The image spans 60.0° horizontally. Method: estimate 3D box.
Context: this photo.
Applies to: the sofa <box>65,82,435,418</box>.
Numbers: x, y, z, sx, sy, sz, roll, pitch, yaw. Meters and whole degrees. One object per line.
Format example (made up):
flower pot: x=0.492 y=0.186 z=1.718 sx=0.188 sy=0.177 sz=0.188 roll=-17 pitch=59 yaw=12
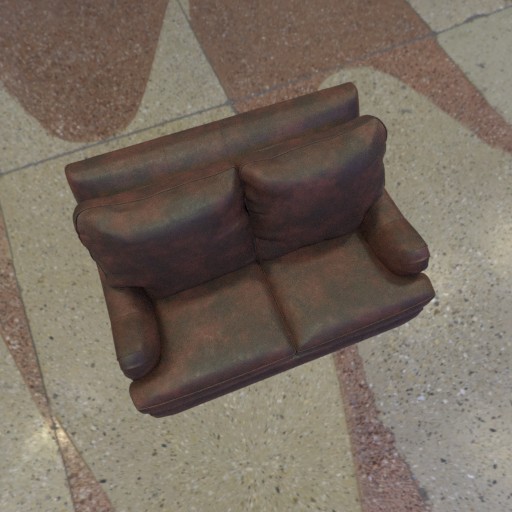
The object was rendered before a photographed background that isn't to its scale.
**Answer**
sofa: x=0.000 y=0.000 z=2.370 sx=1.628 sy=1.070 sz=1.148 roll=-19 pitch=66 yaw=-9
